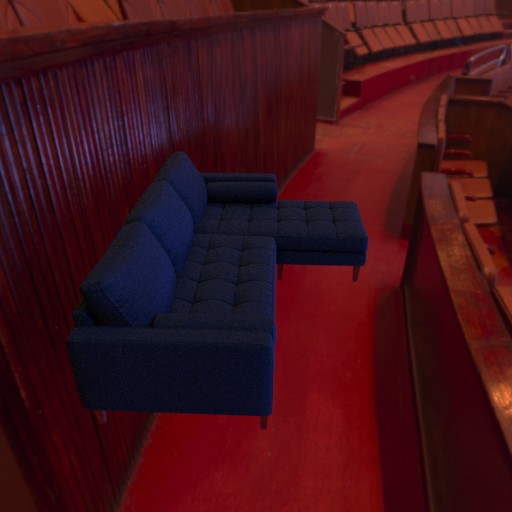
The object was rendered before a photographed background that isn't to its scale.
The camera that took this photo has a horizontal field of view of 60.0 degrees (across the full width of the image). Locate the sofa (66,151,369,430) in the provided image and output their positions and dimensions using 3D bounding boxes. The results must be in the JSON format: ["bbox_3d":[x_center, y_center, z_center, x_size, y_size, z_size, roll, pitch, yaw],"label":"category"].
[{"bbox_3d":[0.000,0.000,2.938,1.613,0.841,2.185,1,31,2],"label":"sofa"}]
